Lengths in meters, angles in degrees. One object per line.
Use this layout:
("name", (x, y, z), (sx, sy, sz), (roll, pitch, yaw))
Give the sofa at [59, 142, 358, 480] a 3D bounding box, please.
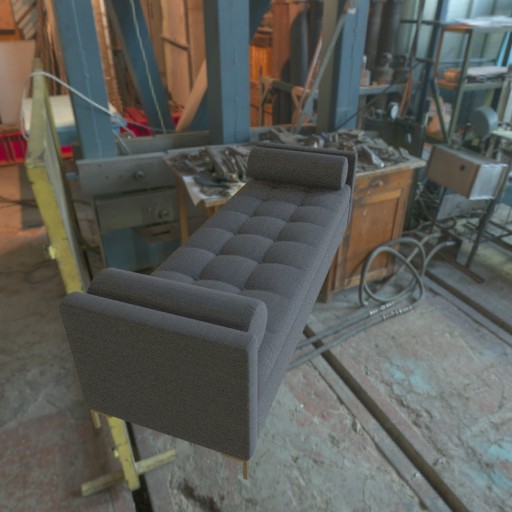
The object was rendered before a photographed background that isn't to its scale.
("sofa", (0.000, 0.000, 2.311), (0.686, 0.635, 1.981), (11, 32, 17))
